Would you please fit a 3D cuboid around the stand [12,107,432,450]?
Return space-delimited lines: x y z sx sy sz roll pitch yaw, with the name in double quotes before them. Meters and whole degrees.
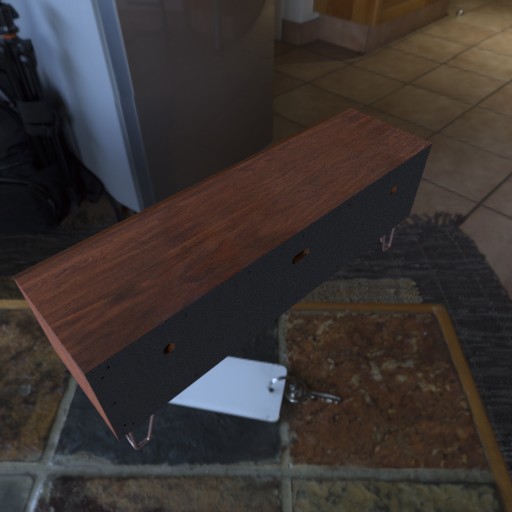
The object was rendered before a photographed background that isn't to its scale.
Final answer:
"stand" 0.000 0.000 1.848 1.626 0.610 0.481 -33 54 -29
